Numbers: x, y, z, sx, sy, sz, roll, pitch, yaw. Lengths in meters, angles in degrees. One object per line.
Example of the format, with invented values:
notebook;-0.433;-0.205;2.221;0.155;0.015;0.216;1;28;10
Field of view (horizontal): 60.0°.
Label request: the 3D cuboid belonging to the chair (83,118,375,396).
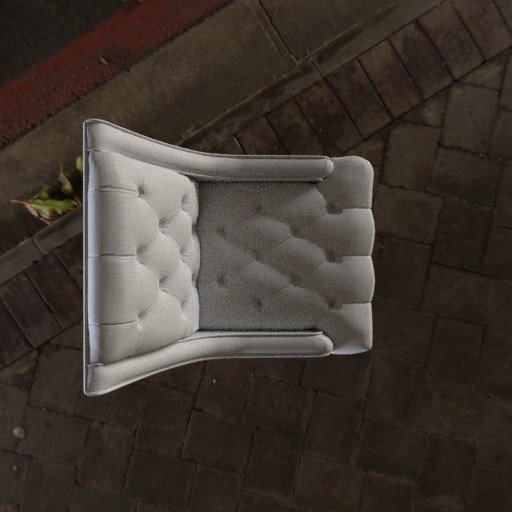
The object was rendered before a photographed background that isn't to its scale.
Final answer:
chair;0.000;0.000;1.428;0.772;0.891;0.658;0;90;1
